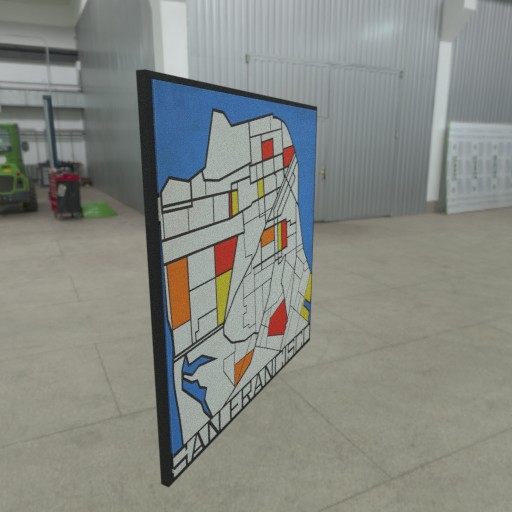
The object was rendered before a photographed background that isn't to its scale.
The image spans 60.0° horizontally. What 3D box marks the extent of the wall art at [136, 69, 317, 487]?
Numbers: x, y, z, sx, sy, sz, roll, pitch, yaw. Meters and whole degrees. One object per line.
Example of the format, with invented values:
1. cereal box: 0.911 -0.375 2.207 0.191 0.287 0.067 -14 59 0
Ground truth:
1. wall art: 0.000 0.000 0.663 0.013 0.457 0.458 7 16 27
